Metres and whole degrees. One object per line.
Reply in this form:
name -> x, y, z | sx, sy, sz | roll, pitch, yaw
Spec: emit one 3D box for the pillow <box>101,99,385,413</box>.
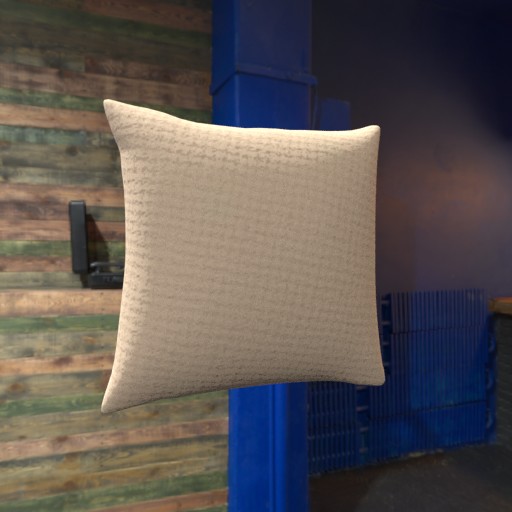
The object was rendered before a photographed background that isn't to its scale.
pillow -> 0.000, 0.000, 0.636 | 0.419, 0.407, 0.173 | 0, 0, -17
